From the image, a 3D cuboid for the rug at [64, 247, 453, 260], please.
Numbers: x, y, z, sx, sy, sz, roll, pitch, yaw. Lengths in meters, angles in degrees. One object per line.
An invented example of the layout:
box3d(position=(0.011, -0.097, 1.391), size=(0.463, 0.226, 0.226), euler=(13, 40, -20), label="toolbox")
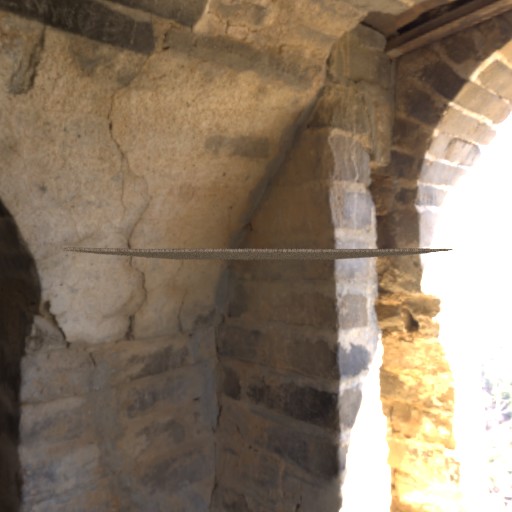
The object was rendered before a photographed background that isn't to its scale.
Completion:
box3d(position=(0.000, 0.000, 2.282), size=(1.211, 0.018, 1.822), euler=(0, -1, -1), label="rug")
